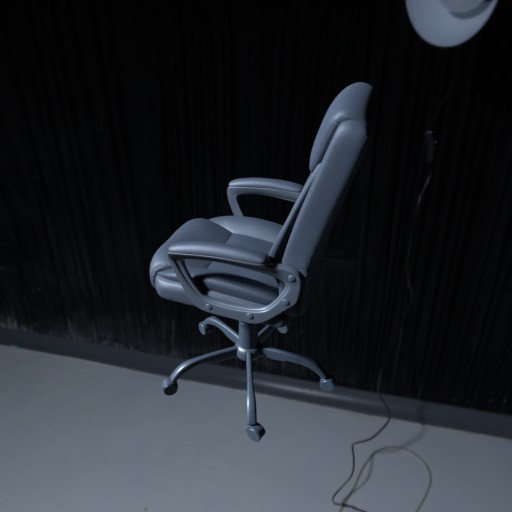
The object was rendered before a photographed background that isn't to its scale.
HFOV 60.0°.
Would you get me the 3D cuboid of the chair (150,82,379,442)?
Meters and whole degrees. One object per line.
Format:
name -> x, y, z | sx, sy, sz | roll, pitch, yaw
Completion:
chair -> 0.000, 0.000, 1.480 | 0.655, 1.072, 0.615 | 8, 31, 14
